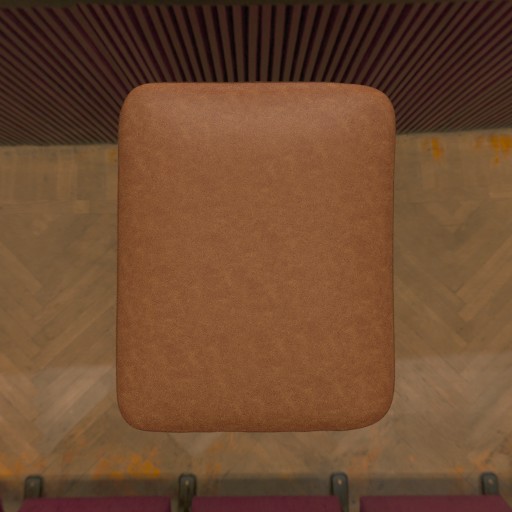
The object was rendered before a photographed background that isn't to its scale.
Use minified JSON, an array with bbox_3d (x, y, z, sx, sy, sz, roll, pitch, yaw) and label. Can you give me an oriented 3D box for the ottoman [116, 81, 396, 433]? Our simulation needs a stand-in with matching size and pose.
[{"bbox_3d":[0.000,0.000,1.105,0.593,0.478,0.747,0,90,0],"label":"ottoman"}]
